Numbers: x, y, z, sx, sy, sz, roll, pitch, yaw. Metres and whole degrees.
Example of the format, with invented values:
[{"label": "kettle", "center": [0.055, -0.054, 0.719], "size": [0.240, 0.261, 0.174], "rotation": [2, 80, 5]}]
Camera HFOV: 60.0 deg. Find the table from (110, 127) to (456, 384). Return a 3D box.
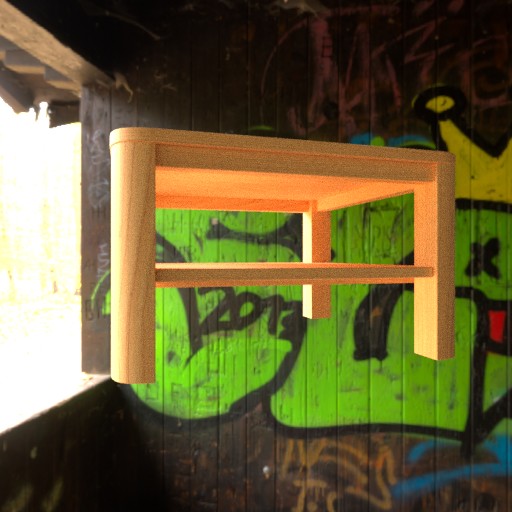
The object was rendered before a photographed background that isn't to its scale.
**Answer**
[{"label": "table", "center": [0.000, 0.000, 1.224], "size": [0.750, 0.450, 0.750], "rotation": [0, 0, -17]}]
